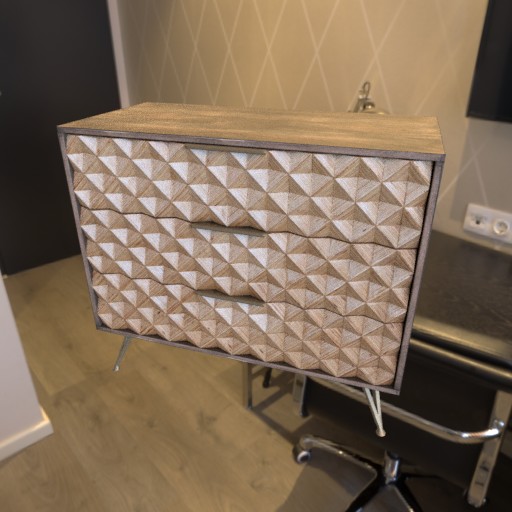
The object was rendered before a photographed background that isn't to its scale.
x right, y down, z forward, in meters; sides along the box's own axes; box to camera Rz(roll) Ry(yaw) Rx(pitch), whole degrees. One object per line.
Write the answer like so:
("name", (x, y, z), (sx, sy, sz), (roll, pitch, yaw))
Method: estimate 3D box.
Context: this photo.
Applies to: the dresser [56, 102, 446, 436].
("dresser", (0.000, 0.000, 1.359), (0.923, 0.801, 0.453), (8, 28, 16))
